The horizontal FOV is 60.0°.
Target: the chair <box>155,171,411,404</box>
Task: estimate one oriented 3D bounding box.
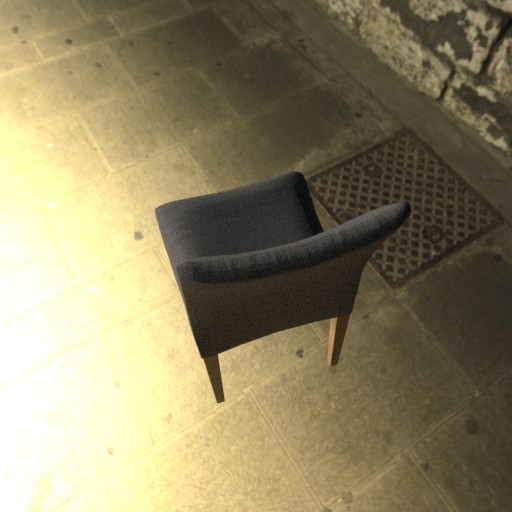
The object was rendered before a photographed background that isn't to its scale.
[{"bbox_3d":[0.000,0.000,1.266,0.496,0.940,0.585,-16,62,-9],"label":"chair"}]
